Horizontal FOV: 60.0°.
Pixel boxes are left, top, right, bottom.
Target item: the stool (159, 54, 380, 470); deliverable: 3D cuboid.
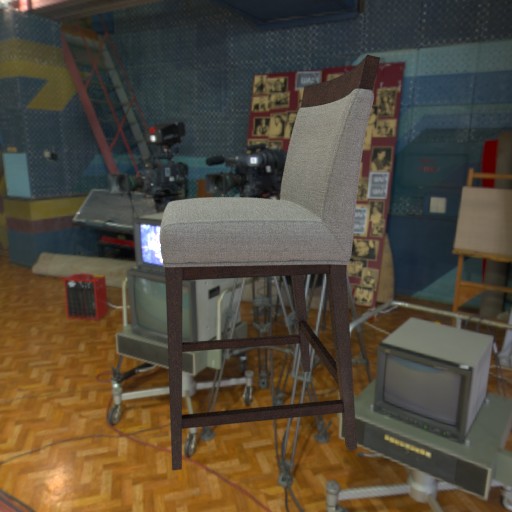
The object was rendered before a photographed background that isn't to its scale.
[{"bbox_3d":[0.000,0.000,1.296,0.531,1.009,0.512,-2,14,-9],"label":"stool"}]
